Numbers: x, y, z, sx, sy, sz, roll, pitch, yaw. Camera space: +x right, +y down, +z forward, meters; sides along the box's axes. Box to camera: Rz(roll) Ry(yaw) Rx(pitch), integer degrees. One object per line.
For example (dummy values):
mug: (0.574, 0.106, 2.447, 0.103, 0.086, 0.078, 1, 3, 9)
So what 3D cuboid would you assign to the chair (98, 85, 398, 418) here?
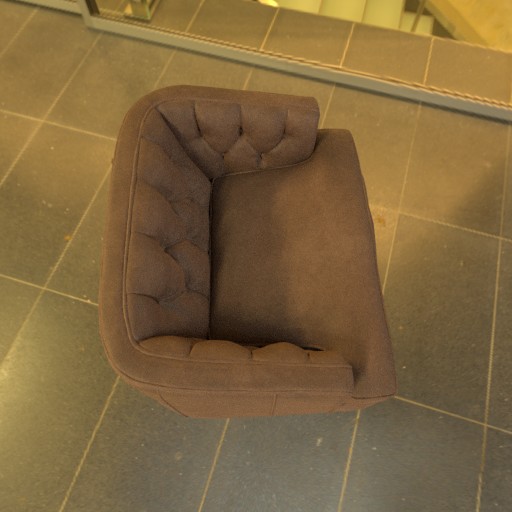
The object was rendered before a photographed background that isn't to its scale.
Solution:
chair: (0.000, 0.000, 1.669, 0.914, 0.787, 1.118, -2, 65, -1)
